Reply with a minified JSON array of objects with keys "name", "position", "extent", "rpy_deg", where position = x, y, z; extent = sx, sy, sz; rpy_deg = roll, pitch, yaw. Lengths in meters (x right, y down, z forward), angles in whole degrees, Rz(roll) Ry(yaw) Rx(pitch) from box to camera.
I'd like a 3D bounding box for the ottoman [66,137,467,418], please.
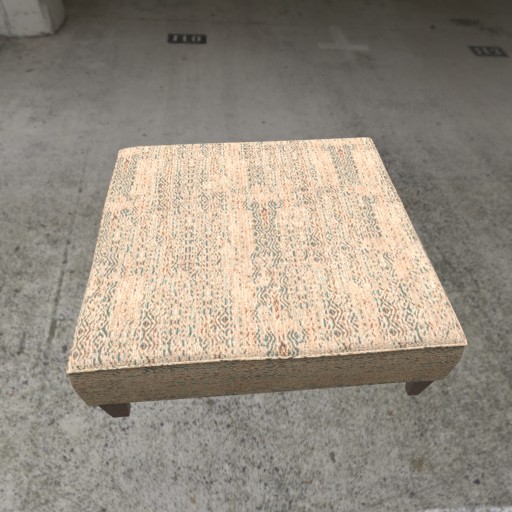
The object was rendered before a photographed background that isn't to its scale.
[{"name":"ottoman","position":[0.000,0.000,1.511],"extent":[1.004,0.356,0.968],"rpy_deg":[-3,47,-3]}]
